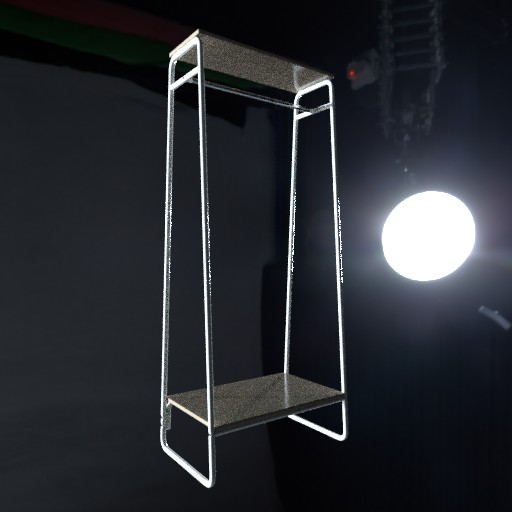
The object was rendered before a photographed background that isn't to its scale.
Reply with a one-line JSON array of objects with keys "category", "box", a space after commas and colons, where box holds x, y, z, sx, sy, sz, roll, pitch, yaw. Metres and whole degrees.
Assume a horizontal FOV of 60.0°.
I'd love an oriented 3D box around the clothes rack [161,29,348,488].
[{"category": "clothes rack", "box": [0.000, 0.000, 1.756, 0.640, 1.512, 0.400, 0, 0, -36]}]
